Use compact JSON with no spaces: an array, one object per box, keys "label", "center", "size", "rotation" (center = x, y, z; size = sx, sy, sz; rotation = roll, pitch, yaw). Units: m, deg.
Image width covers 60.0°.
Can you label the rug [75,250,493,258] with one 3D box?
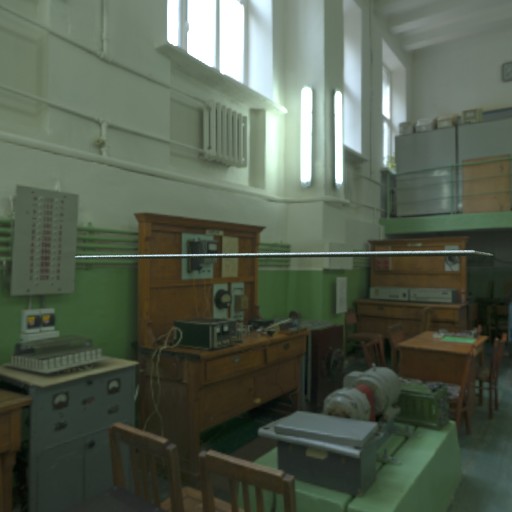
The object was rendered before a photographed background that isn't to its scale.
[{"label":"rug","center":[0.000,0.000,2.374],"size":[2.196,0.011,0.662],"rotation":[-1,-1,33]}]
